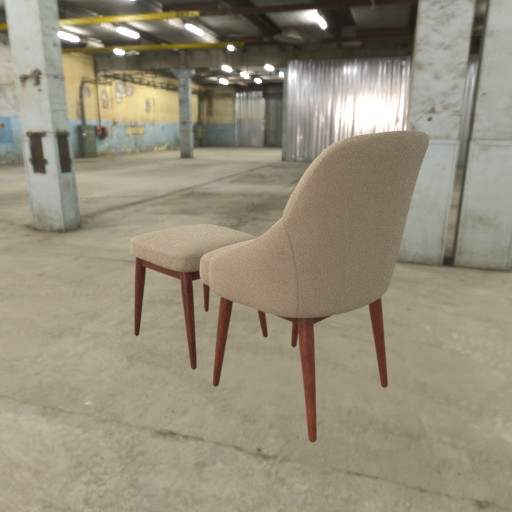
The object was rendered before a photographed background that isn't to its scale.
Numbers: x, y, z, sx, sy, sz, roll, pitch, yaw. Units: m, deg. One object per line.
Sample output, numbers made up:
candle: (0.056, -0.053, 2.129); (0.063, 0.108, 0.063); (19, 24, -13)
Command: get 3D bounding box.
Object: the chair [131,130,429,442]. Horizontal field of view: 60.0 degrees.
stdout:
chair: (0.000, 0.000, 1.602); (0.584, 0.866, 1.114); (-15, 21, -43)
